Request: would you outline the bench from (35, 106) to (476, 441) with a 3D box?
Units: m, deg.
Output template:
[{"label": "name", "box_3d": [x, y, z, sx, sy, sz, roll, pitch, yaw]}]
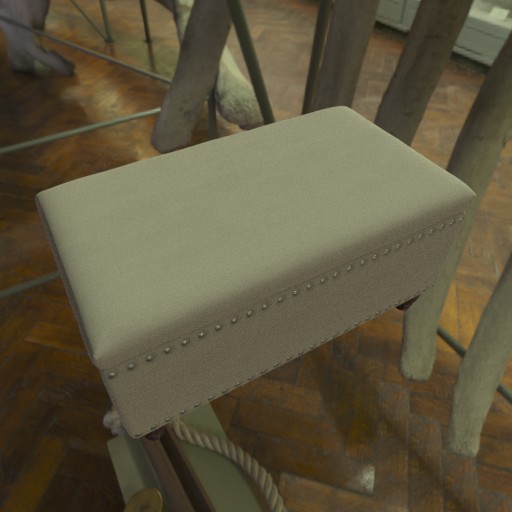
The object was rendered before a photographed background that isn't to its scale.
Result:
[{"label": "bench", "box_3d": [0.000, 0.000, 1.147, 0.887, 0.449, 0.500, -22, 49, -21]}]
